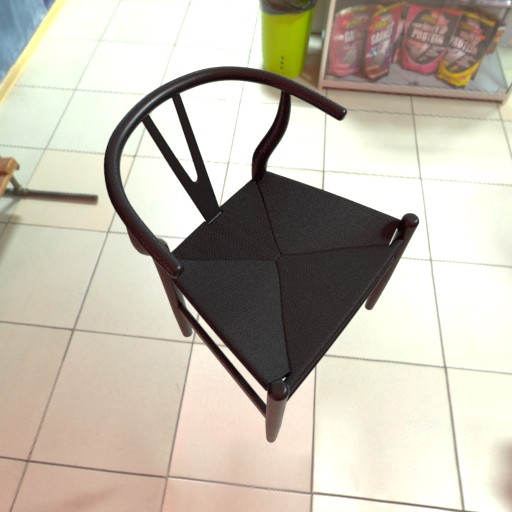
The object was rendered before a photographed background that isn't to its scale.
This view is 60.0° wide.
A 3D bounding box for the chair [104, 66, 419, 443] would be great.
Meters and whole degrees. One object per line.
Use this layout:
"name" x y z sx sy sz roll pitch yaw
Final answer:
"chair" 0.000 0.000 1.142 0.579 0.730 0.569 34 64 20
